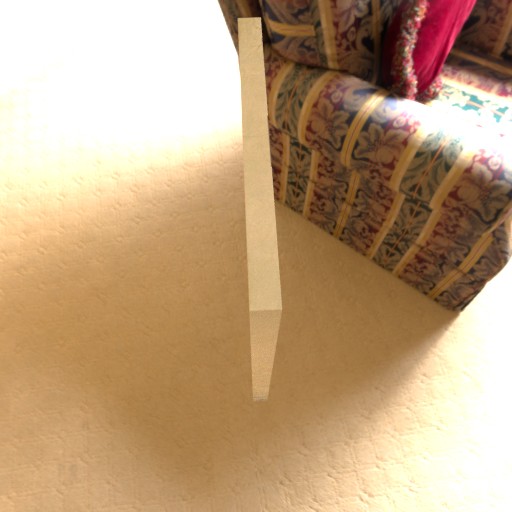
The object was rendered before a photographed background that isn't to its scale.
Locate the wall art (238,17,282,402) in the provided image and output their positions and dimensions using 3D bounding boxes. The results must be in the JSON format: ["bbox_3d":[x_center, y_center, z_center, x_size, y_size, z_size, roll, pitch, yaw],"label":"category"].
[{"bbox_3d":[0.000,0.000,0.967,0.038,0.764,0.508,-2,64,-1],"label":"wall art"}]
